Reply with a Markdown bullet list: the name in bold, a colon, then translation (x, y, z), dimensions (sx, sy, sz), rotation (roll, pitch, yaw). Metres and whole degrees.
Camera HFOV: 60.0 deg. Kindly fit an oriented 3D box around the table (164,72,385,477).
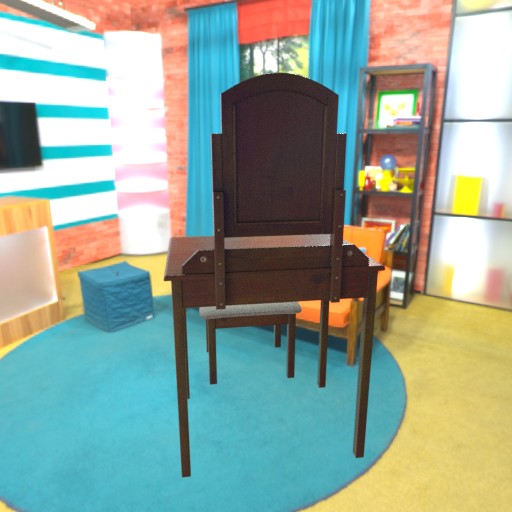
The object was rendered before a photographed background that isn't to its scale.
- **table**: translation (0.000, 0.000, 2.297), dimensions (0.876, 1.631, 1.211), rotation (-2, 16, -8)
